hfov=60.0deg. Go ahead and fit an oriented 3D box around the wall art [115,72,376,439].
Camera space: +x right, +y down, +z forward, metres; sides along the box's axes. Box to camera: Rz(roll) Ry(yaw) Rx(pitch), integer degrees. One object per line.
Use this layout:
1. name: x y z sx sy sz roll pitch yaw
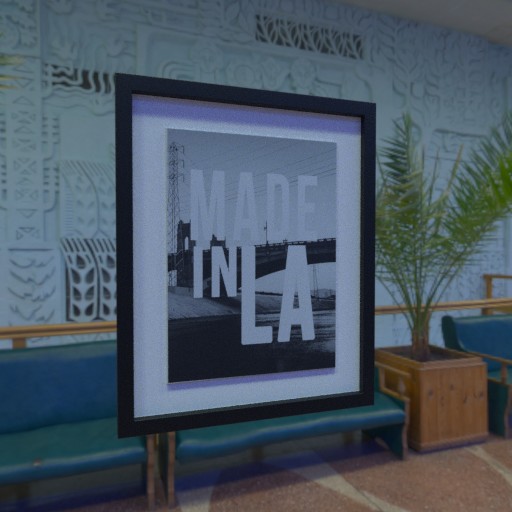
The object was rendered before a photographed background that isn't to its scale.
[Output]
1. wall art: 0.000 0.000 0.759 0.457 0.559 0.028 0 1 -19
